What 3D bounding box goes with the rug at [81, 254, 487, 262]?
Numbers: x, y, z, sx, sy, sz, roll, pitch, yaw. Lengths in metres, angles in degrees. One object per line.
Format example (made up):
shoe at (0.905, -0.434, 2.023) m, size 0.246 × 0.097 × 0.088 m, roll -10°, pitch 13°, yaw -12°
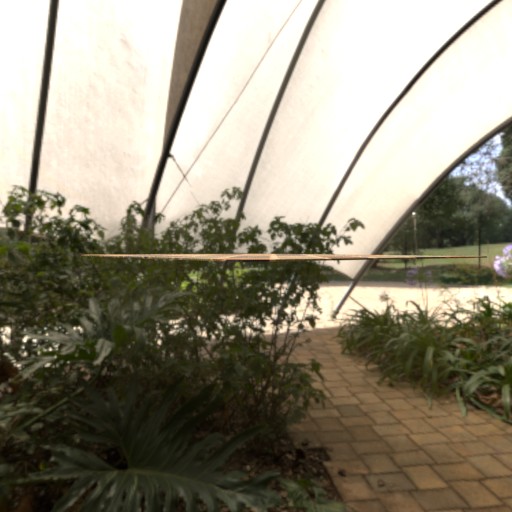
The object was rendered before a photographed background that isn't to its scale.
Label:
rug at (0.000, 0.000, 4.254) m, size 2.439 × 0.013 × 3.200 m, roll -1°, pitch 1°, yaw -35°
